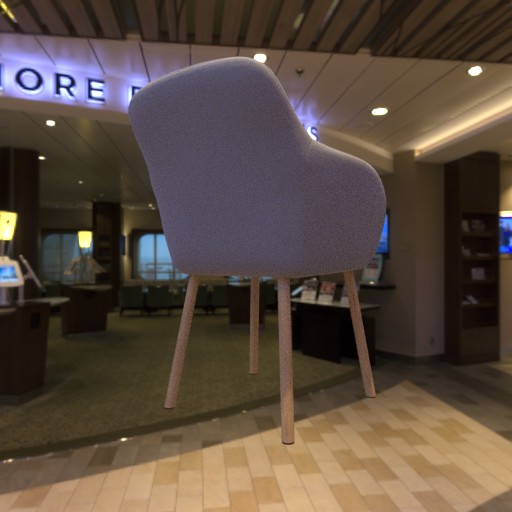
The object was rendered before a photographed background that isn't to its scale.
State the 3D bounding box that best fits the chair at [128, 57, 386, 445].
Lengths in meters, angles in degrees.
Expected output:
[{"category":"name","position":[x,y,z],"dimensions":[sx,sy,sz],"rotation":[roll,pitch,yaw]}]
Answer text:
[{"category":"chair","position":[0.000,0.000,1.212],"dimensions":[0.570,0.830,0.590],"rotation":[0,0,36]}]
